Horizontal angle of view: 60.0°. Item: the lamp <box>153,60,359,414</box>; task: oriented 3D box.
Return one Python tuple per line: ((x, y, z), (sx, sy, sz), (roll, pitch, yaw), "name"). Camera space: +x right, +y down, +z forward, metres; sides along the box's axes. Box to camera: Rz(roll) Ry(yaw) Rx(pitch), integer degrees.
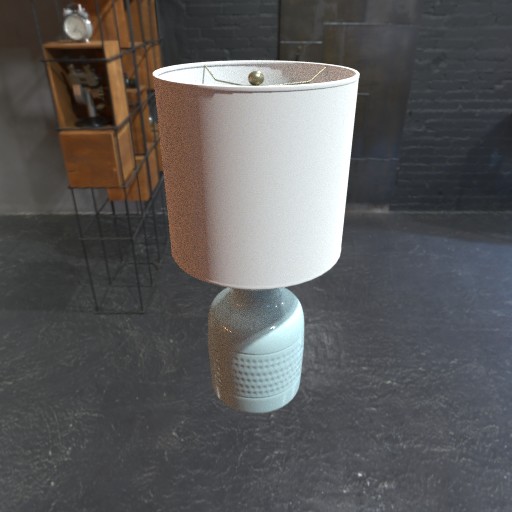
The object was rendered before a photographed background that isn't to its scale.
((0.000, 0.000, 1.124), (0.418, 0.871, 0.418), (1, 29, 1), "lamp")
